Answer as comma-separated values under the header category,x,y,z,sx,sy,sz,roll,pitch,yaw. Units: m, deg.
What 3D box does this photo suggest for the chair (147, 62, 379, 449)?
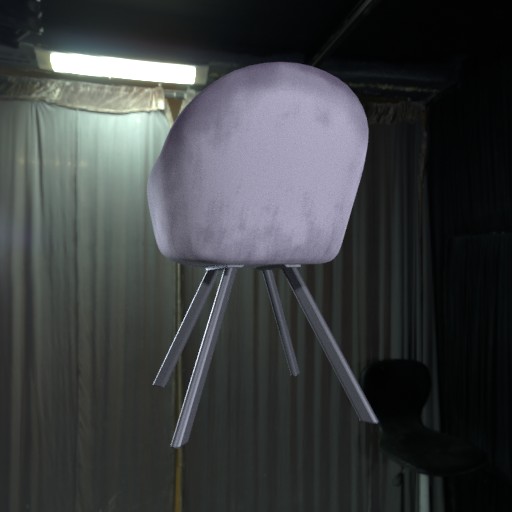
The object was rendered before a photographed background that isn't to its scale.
category,x,y,z,sx,sy,sz,roll,pitch,yaw
chair,0.000,0.000,1.179,0.550,0.795,0.590,0,-1,-17
